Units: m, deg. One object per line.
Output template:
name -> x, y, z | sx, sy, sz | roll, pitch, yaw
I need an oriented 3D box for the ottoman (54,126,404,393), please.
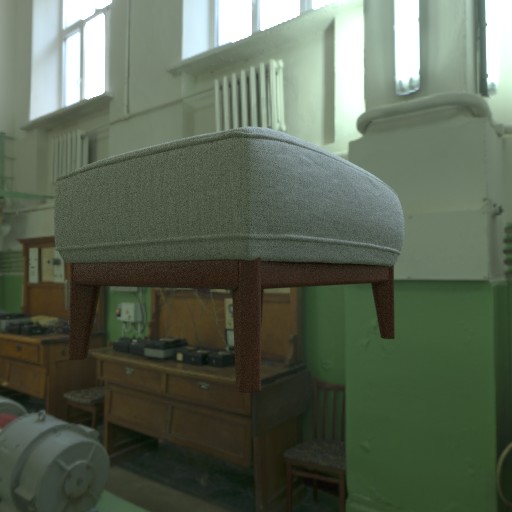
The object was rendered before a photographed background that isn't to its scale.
ottoman -> 0.000, 0.000, 1.143 | 0.594, 0.465, 0.794 | -1, -3, 35
